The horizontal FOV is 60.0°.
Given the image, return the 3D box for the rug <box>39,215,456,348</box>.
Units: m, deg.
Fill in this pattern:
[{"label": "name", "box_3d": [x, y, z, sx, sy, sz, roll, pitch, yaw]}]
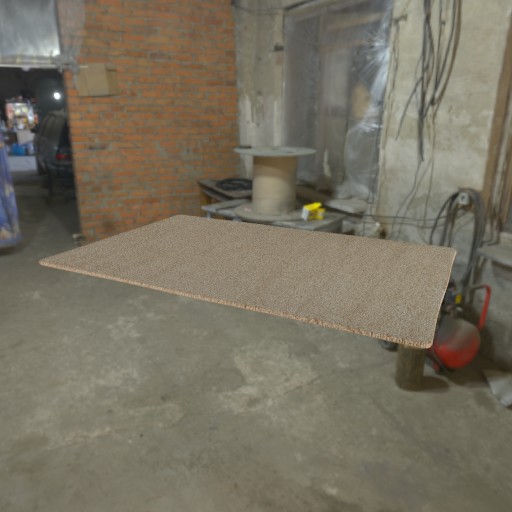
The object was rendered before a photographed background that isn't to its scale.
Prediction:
[{"label": "rug", "box_3d": [0.000, 0.000, 2.932, 2.349, 0.026, 1.500, 9, 20, 26]}]
